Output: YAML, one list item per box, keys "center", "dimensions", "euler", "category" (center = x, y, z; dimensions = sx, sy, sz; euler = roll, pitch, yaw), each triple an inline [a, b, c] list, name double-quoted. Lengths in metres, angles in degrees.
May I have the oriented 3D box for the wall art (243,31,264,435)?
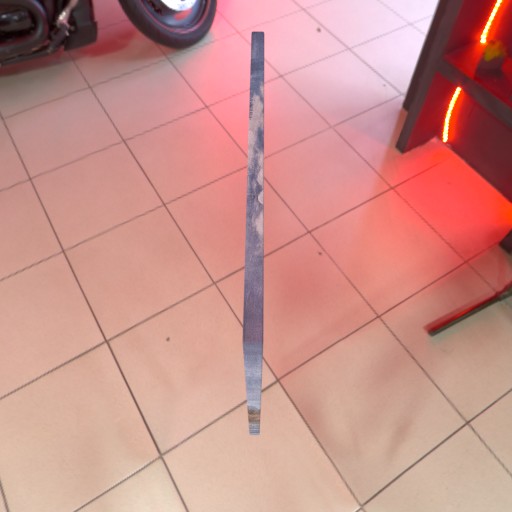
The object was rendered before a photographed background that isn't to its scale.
- center: [0.000, 0.000, 1.546]
  dimensions: [0.040, 1.020, 1.010]
  euler: [1, 59, 0]
  category: "wall art"
